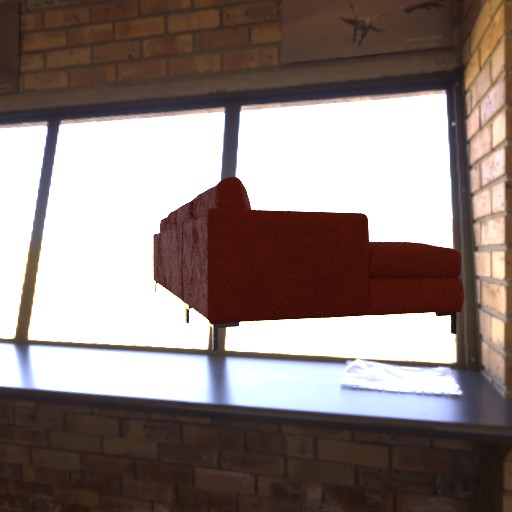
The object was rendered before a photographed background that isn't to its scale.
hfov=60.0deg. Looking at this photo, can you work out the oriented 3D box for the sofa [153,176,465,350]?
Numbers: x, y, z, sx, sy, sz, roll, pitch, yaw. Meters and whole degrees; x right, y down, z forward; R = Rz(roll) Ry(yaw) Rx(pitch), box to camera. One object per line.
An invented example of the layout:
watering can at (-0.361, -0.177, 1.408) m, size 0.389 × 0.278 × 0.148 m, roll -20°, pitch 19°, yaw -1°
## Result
sofa at (0.000, 0.000, 2.909) m, size 1.136 × 0.663 × 2.467 m, roll 0°, pitch 1°, yaw -18°
